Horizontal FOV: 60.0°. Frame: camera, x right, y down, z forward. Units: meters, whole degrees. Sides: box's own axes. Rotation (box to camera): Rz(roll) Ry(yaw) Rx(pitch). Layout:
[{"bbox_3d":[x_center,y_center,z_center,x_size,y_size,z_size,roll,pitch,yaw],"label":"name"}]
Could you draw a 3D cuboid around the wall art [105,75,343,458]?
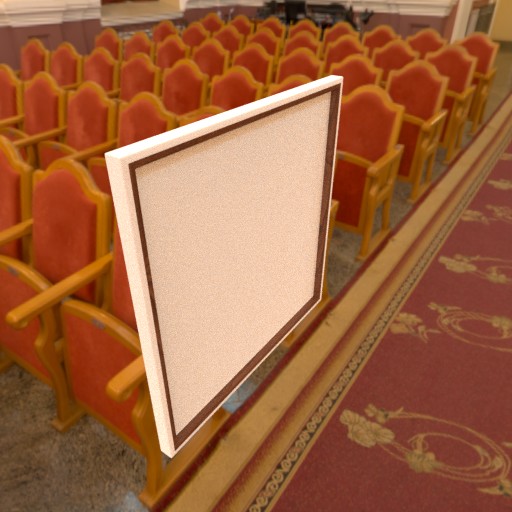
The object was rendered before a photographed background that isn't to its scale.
[{"bbox_3d":[0.000,0.000,1.137,0.037,0.757,0.757,21,38,29],"label":"wall art"}]
